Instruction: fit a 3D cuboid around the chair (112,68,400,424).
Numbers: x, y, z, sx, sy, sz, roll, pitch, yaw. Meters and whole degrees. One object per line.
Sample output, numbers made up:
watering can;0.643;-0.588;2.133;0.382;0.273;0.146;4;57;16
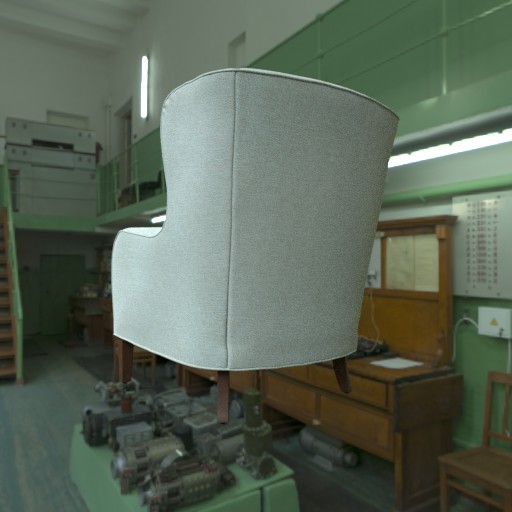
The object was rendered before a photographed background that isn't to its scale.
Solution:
chair;0.000;0.000;1.704;0.838;1.040;0.966;1;-1;-36
